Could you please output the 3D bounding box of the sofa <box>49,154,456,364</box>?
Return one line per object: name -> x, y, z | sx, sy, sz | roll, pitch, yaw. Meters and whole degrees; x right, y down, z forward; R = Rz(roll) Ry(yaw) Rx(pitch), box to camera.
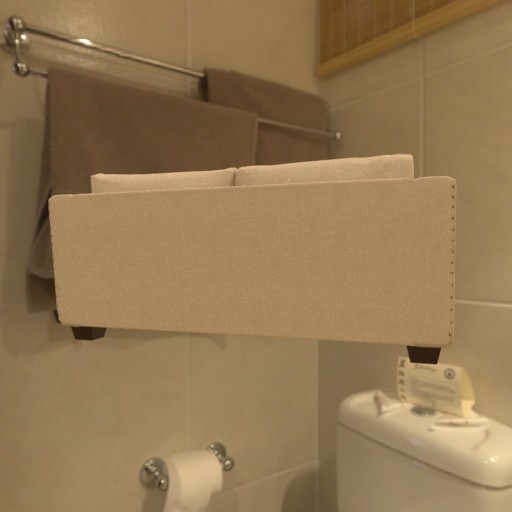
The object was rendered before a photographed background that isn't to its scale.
sofa -> 0.000, 0.000, 2.695 | 2.107, 0.983, 1.104 | 0, 0, 18
